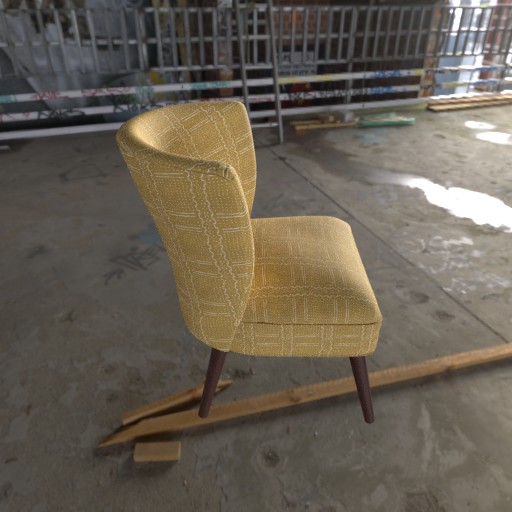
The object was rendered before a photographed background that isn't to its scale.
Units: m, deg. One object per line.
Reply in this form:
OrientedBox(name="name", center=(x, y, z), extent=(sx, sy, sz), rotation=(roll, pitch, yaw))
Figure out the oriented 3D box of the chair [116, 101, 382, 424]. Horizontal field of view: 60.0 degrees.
OrientedBox(name="chair", center=(0.000, 0.000, 1.446), extent=(0.758, 0.866, 0.706), rotation=(0, 31, 0))
